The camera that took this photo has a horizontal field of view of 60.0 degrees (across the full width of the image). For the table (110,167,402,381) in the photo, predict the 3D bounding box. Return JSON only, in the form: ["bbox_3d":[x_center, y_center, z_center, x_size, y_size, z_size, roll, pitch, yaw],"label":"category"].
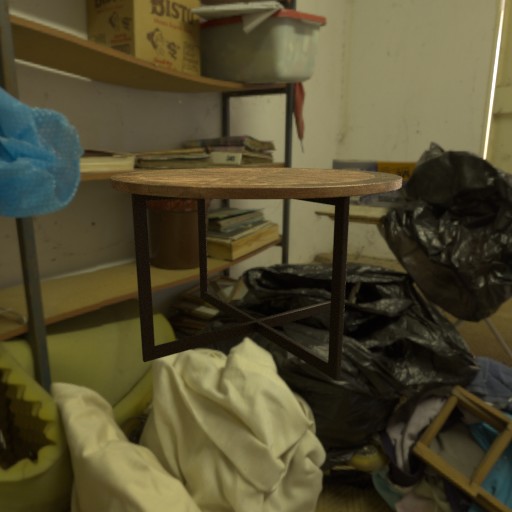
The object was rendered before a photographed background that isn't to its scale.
[{"bbox_3d":[0.000,0.000,2.102,1.264,0.762,1.264,0,14,0],"label":"table"}]
